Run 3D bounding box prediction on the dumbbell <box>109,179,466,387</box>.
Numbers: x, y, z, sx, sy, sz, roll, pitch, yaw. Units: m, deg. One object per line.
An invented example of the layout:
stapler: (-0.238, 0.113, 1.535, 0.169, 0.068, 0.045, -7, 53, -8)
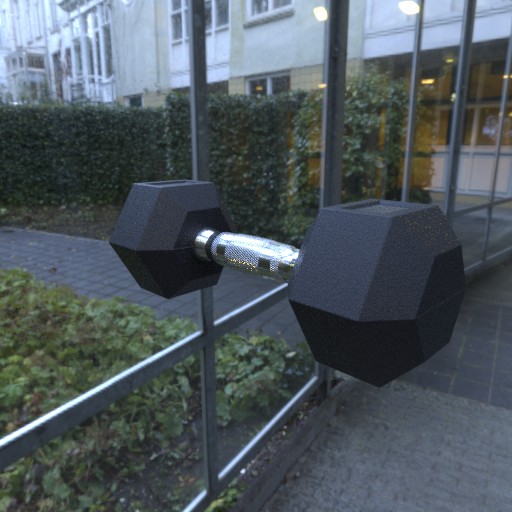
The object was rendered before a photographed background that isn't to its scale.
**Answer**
dumbbell: (0.000, 0.000, 0.322, 0.272, 0.092, 0.106, 14, 20, 42)
